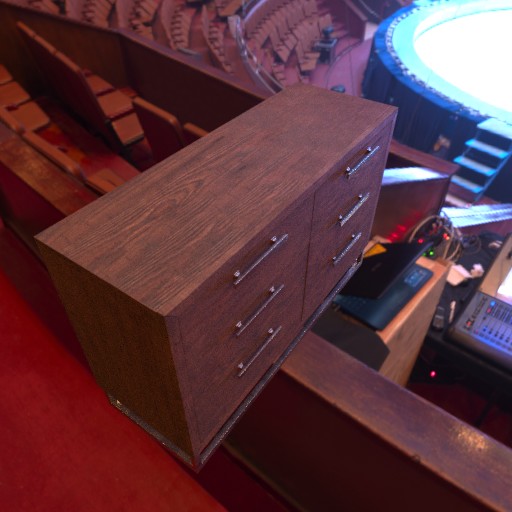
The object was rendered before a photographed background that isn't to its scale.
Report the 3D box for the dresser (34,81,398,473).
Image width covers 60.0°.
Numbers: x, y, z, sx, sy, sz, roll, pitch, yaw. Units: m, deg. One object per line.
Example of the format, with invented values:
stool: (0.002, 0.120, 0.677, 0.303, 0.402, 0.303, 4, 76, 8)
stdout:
dresser: (0.000, 0.000, 2.169, 0.623, 1.061, 1.646, 25, 48, 25)
